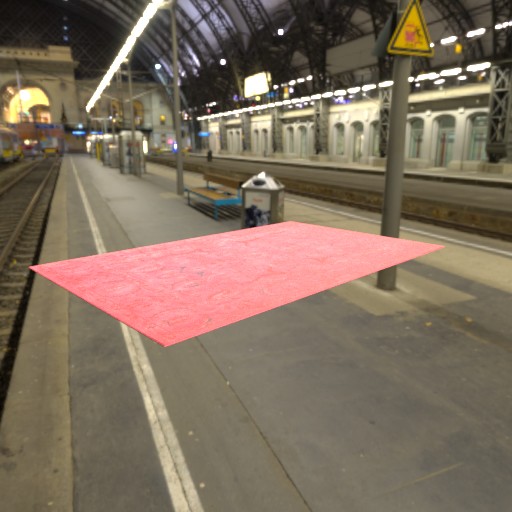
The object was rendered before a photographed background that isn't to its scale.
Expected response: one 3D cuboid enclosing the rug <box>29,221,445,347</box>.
[{"bbox_3d":[0.000,0.000,3.014,2.423,0.010,1.534,-13,19,-42],"label":"rug"}]
